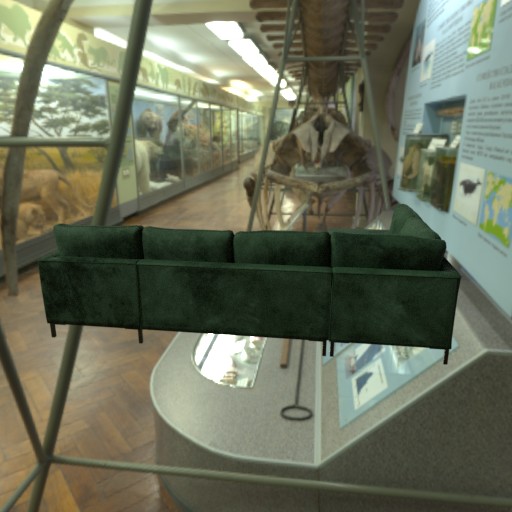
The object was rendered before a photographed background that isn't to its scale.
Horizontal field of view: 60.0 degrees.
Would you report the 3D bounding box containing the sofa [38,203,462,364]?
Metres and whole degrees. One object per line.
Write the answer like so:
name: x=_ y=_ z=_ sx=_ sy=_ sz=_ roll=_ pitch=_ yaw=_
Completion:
sofa: x=0.000 y=0.000 z=3.984 sx=2.994 sy=0.861 sz=1.992 roll=2 pitch=16 yaw=8
